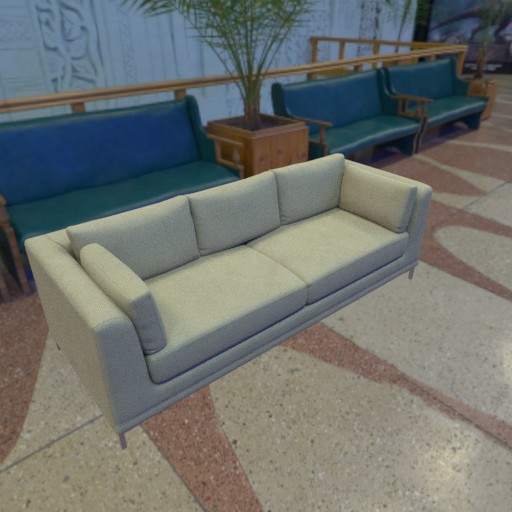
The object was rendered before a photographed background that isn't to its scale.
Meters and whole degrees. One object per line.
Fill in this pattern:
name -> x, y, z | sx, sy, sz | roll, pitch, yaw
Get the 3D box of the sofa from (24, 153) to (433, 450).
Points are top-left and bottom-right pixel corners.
sofa -> 0.000, 0.000, 2.854 | 2.415, 0.867, 0.969 | -22, 36, -34
